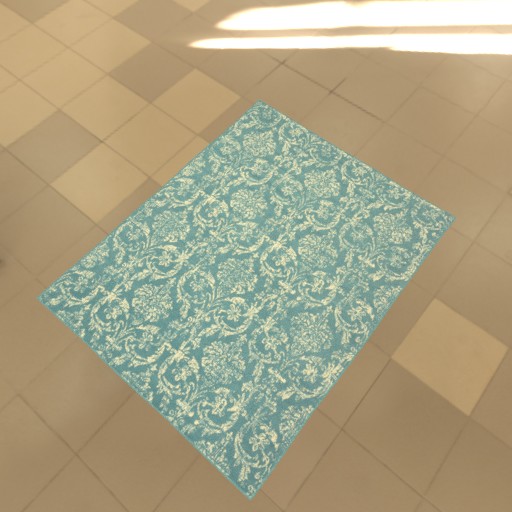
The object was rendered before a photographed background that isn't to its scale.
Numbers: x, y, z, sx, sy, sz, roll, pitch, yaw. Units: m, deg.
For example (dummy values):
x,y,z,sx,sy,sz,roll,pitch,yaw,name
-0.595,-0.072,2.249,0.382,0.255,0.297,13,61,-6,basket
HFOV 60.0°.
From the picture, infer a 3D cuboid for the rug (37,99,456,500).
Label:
x,y,z,sx,sy,sz,roll,pitch,yaw,name
0.000,0.000,3.931,2.363,0.012,2.980,36,69,17,rug
